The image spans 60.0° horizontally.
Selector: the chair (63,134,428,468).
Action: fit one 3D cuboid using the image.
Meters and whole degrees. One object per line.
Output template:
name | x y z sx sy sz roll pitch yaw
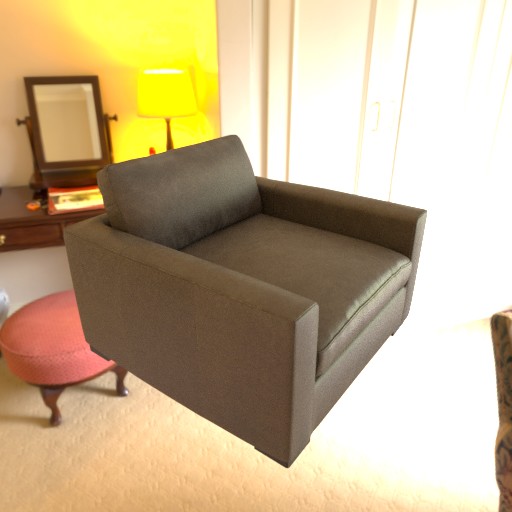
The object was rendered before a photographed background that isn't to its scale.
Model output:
chair | 0.000 0.000 1.836 1.080 0.807 1.106 18 31 33
